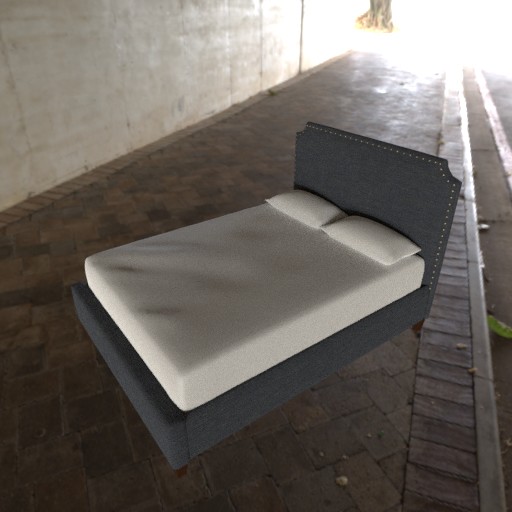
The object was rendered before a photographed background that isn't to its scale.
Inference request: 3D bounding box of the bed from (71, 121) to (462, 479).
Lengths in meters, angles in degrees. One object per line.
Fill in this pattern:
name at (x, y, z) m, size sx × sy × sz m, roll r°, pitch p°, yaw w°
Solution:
bed at (0.000, 0.000, 3.360) m, size 2.372 × 1.443 × 1.713 m, roll -20°, pitch 35°, yaw -31°
